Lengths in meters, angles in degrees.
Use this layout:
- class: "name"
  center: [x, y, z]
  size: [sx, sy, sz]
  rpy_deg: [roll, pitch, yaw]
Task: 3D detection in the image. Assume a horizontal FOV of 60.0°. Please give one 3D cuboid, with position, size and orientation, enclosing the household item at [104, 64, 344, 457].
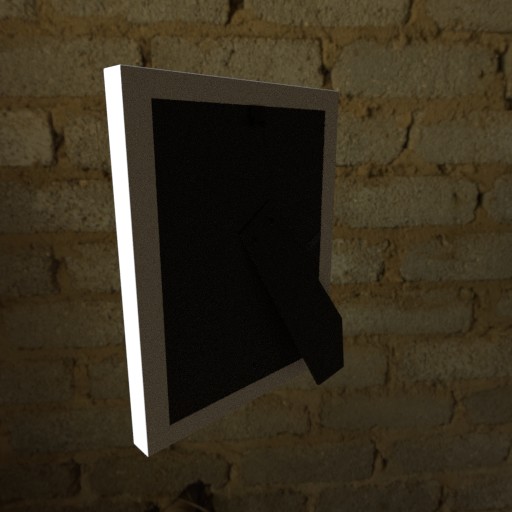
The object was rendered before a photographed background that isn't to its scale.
- class: "household item"
  center: [0.000, 0.000, 0.337]
  size: [0.200, 0.250, 0.045]
  rpy_deg: [-14, 20, -42]
